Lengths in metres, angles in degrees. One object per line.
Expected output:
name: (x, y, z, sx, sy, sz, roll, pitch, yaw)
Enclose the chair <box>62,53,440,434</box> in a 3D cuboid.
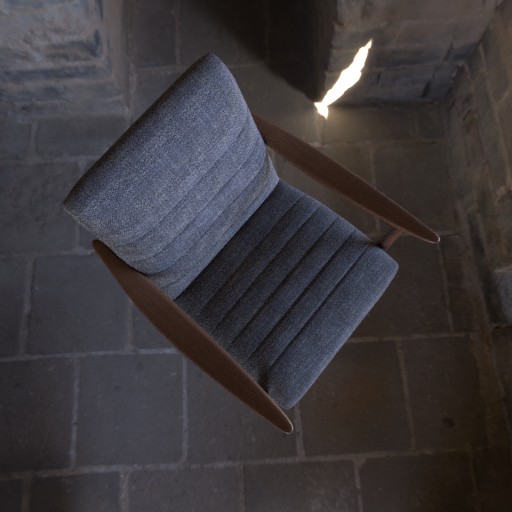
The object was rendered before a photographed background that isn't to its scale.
chair: (0.000, 0.000, 1.435, 0.798, 0.832, 0.741, 39, 80, 8)
